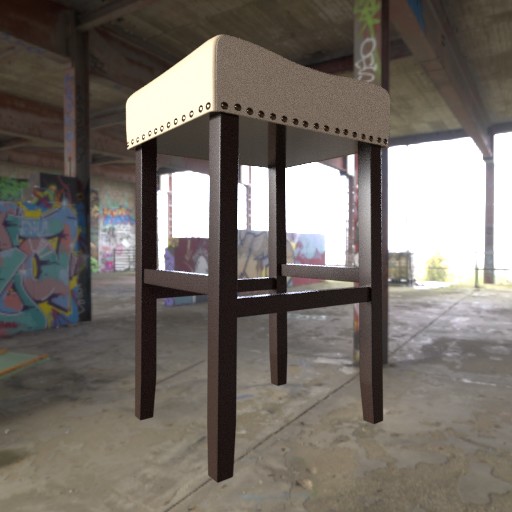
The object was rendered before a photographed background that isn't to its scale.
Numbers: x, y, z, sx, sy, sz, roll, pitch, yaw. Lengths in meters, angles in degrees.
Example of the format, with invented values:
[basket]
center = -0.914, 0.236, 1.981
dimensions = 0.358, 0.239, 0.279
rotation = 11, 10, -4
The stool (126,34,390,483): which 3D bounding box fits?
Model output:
[stool]
center = 0.000, 0.000, 1.024
dimensions = 0.471, 0.762, 0.401
rotation = -1, 2, -37
